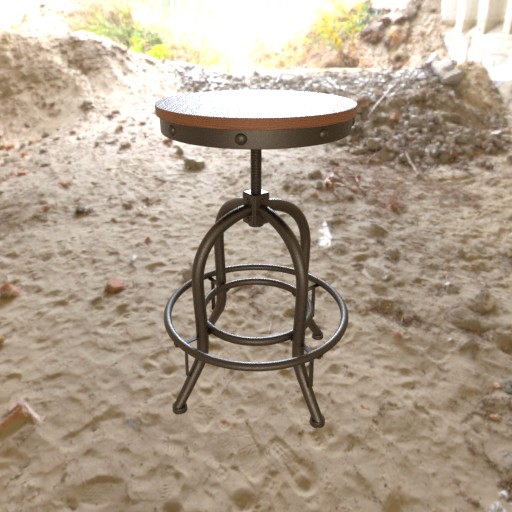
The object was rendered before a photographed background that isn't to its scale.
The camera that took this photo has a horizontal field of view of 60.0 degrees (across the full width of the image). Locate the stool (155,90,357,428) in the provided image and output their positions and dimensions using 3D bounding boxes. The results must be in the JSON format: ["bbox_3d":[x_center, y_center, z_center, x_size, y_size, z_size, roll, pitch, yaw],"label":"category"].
[{"bbox_3d":[0.000,0.000,0.915,0.439,0.609,0.439,-19,32,-33],"label":"stool"}]
